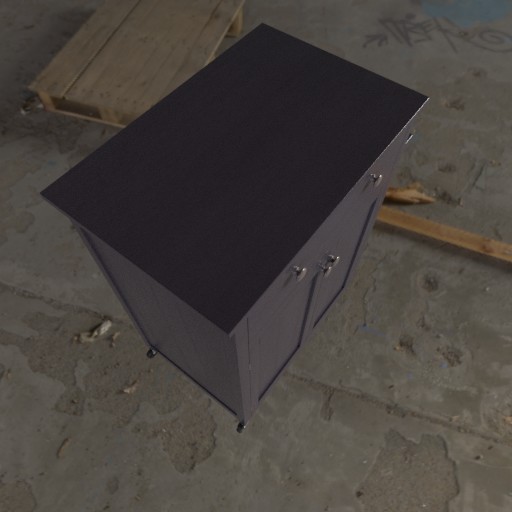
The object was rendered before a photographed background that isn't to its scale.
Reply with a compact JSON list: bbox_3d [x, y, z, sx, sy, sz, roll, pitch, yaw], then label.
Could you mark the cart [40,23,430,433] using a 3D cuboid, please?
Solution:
[{"bbox_3d":[0.000,0.000,1.235,0.449,0.878,0.690,33,64,18],"label":"cart"}]
